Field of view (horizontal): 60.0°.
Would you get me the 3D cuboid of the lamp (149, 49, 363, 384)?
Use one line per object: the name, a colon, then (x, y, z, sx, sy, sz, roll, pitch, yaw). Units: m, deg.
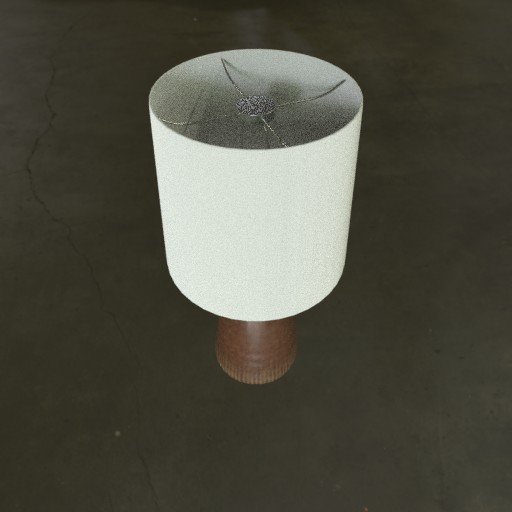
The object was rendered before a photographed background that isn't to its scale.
lamp: (0.000, 0.000, 0.477, 0.186, 0.369, 0.186, 0, 46, 0)
